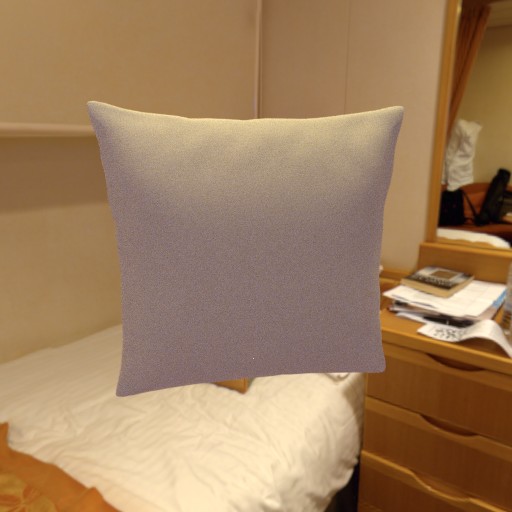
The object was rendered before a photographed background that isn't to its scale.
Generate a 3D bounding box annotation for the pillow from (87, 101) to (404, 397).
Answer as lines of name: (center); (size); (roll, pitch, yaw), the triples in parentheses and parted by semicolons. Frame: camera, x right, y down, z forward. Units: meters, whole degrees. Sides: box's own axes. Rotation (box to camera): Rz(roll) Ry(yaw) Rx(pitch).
pillow: (0.000, 0.000, 0.782); (0.523, 0.510, 0.166); (-2, 14, -9)
